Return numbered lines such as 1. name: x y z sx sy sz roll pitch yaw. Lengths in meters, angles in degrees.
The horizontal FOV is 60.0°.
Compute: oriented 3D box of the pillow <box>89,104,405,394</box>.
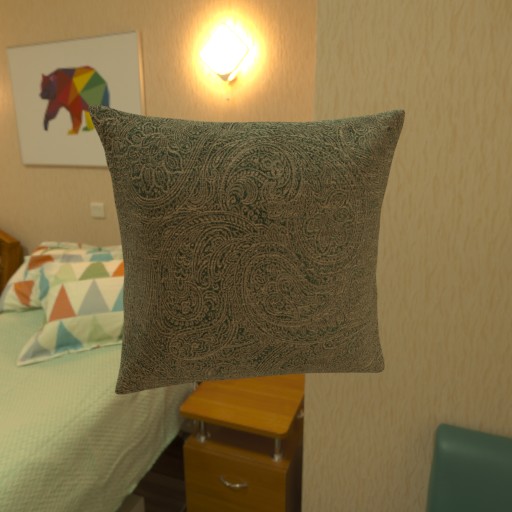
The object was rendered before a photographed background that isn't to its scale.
1. pillow: 0.000 0.000 0.793 0.526 0.507 0.166 -2 14 -9
